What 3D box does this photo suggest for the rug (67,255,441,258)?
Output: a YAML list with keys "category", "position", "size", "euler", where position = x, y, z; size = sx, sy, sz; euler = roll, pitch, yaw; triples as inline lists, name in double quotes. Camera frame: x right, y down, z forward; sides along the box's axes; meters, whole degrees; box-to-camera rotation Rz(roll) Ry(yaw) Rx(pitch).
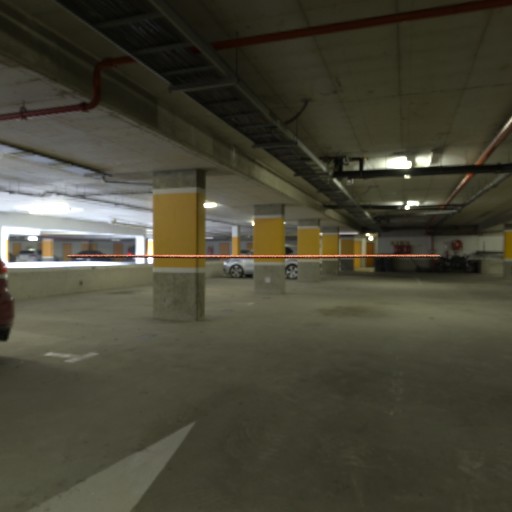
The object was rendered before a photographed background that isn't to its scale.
- category: "rug"
  position: [0.000, 0.000, 2.217]
  size: [1.139, 0.011, 1.747]
  euler: [0, 0, 1]
